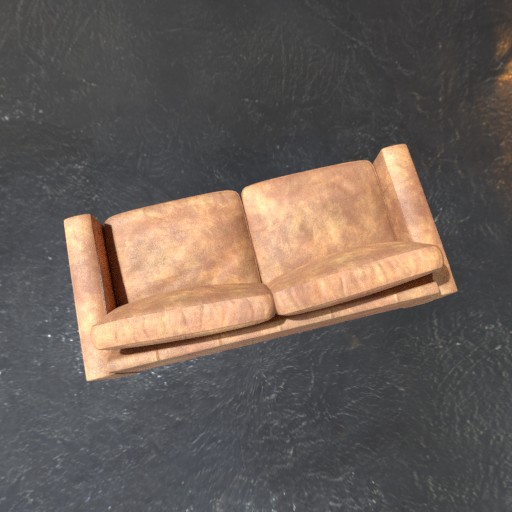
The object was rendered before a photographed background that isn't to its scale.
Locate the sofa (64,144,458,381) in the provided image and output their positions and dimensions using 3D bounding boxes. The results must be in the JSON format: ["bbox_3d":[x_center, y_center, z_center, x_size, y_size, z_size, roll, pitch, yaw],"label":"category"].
[{"bbox_3d":[0.000,0.000,2.742,2.179,0.873,1.016,-13,77,-3],"label":"sofa"}]
